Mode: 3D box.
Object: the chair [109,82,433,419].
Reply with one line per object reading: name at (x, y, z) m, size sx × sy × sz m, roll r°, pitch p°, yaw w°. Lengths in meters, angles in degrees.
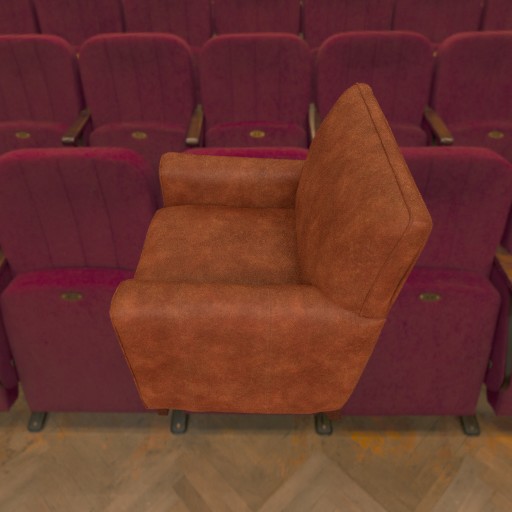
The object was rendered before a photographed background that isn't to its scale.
chair at (0.000, 0.000, 1.581) m, size 0.823 × 0.943 × 0.870 m, roll 1°, pitch 42°, yaw 1°
